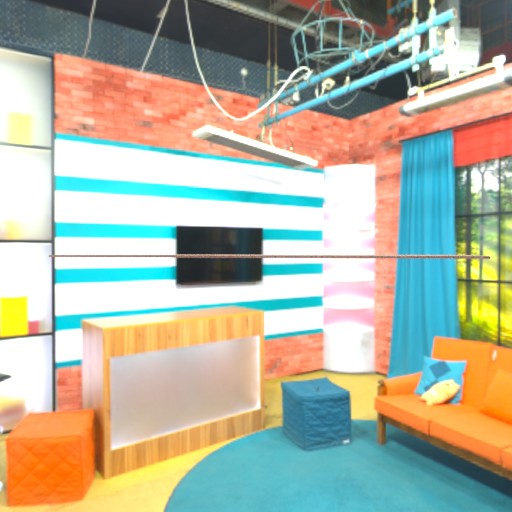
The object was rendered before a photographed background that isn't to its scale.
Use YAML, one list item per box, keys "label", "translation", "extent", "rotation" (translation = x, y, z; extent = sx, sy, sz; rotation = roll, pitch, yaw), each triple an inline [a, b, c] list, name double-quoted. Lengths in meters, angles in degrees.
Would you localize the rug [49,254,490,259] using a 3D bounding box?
- label: "rug"
  translation: [0.000, 0.000, 2.693]
  extent: [2.435, 0.015, 0.760]
  rotation: [0, 1, 17]
